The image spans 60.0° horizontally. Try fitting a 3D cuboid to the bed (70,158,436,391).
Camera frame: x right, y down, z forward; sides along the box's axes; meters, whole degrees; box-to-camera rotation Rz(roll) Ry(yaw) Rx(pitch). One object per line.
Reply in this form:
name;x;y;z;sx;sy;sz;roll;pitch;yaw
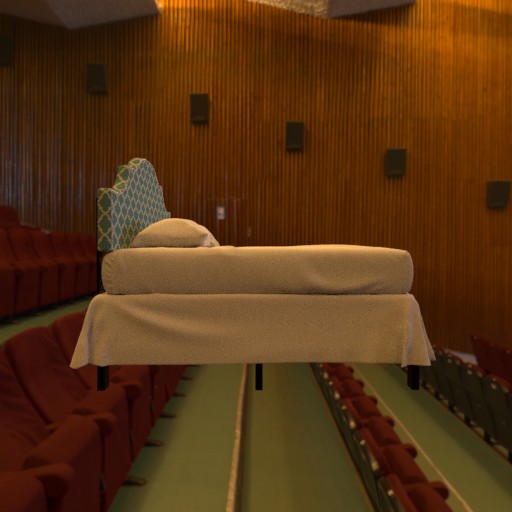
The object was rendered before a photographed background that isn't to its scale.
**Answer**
bed;0.000;0.000;3.729;2.222;1.601;2.314;0;1;0
